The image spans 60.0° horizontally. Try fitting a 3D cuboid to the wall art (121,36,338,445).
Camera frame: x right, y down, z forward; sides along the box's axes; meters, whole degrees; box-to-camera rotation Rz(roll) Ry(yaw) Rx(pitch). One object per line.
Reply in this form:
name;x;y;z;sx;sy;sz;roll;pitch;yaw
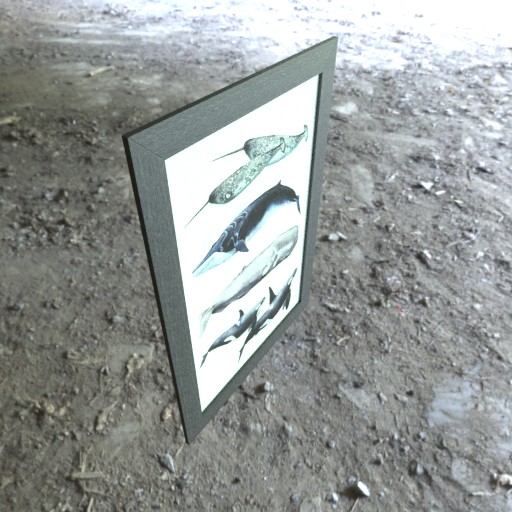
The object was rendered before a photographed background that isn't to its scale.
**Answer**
wall art;0.000;0.000;1.400;0.016;1.116;0.810;24;46;26
